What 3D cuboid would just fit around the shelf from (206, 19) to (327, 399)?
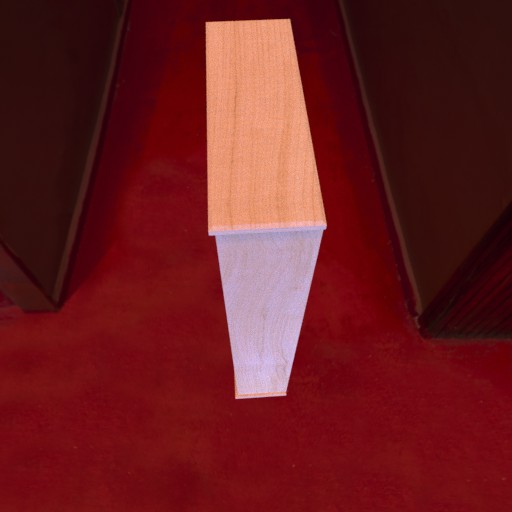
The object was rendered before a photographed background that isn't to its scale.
[{"bbox_3d":[0.000,0.000,1.220,0.175,1.030,0.520,-3,59,-2],"label":"shelf"}]
